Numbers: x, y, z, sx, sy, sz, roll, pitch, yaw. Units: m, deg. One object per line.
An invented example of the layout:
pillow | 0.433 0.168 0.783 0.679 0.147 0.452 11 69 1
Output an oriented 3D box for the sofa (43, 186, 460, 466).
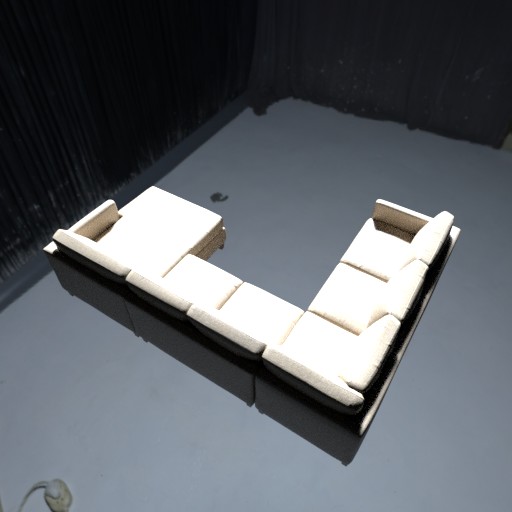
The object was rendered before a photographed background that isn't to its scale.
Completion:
sofa | 0.000 0.000 4.687 3.460 0.961 2.594 25 52 21
